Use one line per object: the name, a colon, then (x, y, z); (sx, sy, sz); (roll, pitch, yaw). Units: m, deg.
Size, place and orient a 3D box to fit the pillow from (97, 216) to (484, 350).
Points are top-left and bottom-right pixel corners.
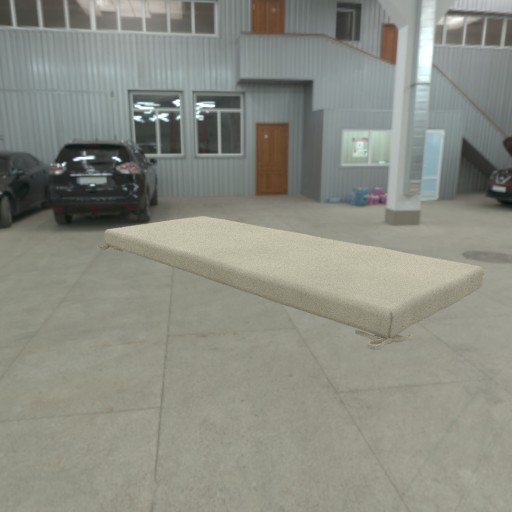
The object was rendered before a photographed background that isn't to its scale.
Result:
pillow: (0.000, 0.000, 1.341); (0.492, 0.081, 1.187); (-13, 19, -43)
